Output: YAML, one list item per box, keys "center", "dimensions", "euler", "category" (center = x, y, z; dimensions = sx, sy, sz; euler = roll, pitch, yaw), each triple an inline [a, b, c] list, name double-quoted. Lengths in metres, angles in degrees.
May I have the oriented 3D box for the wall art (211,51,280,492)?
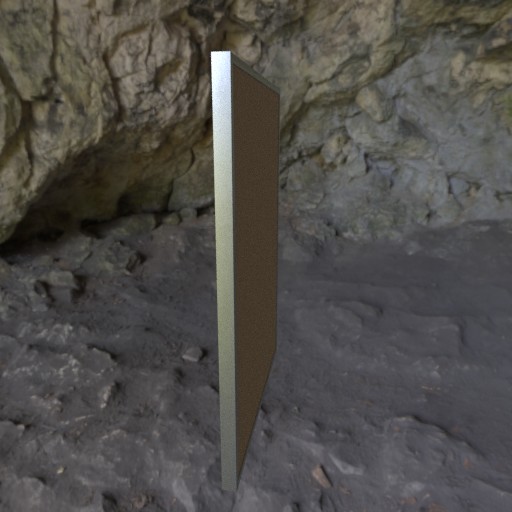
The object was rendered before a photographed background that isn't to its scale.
- center: [0.000, 0.000, 1.405]
  dimensions: [0.041, 1.062, 0.803]
  euler: [3, 16, 10]
  category: "wall art"
